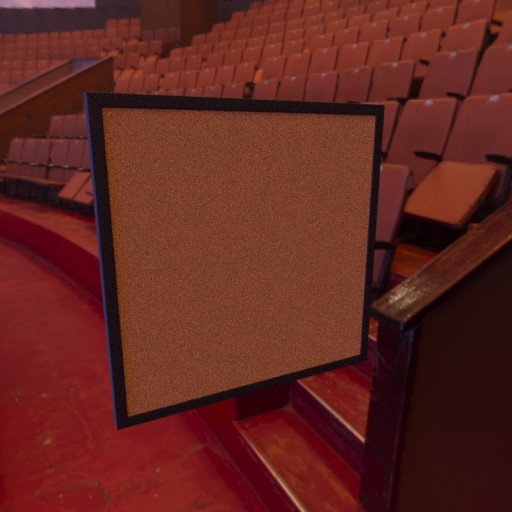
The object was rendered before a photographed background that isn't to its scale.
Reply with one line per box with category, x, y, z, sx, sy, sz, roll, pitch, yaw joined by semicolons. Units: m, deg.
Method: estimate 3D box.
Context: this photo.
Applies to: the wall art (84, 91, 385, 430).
wall art;0.000;0.000;1.143;0.763;0.763;0.037;-7;16;-26
